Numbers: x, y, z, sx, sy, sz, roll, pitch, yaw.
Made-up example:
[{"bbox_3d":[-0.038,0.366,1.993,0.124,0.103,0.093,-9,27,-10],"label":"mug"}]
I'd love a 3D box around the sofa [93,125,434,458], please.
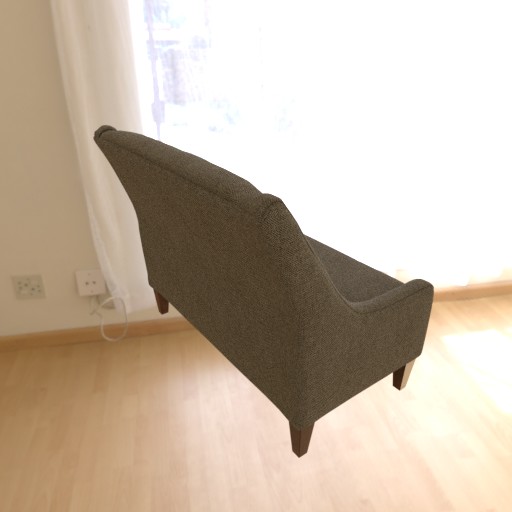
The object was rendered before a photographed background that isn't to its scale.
[{"bbox_3d":[0.000,0.000,1.915,0.870,1.021,1.242,-18,32,-32],"label":"sofa"}]
